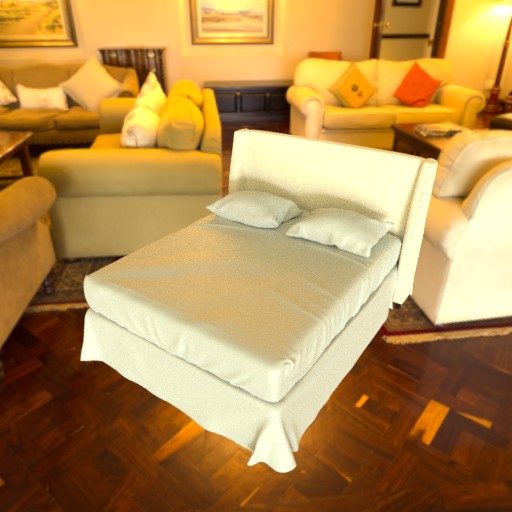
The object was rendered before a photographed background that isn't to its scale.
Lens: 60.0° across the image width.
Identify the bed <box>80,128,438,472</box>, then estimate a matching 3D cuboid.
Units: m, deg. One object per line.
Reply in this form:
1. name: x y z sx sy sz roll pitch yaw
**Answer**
1. bed: 0.000 0.000 3.430 1.925 1.332 2.276 19 34 30
